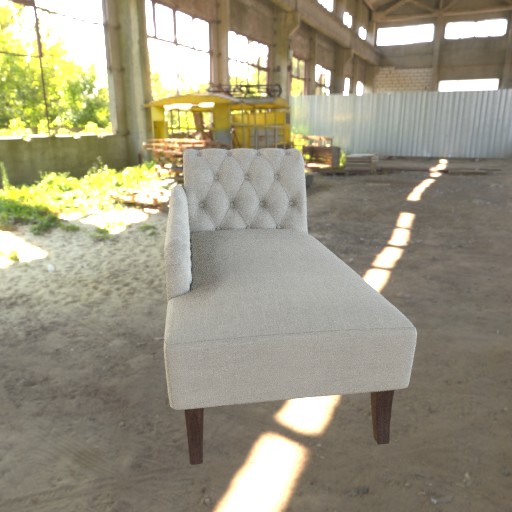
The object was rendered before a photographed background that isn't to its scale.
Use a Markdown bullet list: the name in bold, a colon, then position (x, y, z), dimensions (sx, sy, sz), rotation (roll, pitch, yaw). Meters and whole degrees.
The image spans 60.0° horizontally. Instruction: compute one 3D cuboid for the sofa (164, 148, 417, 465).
- **sofa**: position (0.000, 0.000, 1.769), dimensions (0.675, 0.787, 1.379), rotation (-2, 16, -8)
